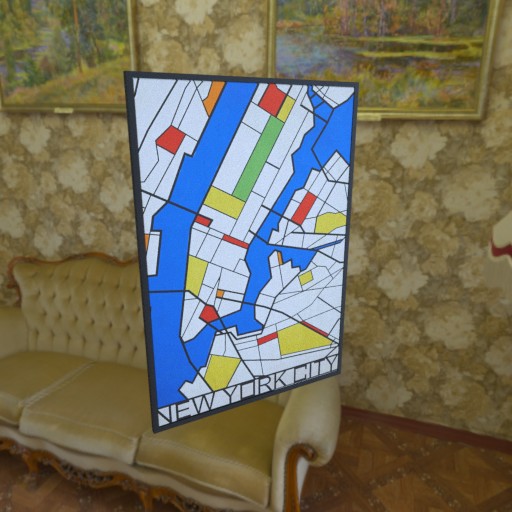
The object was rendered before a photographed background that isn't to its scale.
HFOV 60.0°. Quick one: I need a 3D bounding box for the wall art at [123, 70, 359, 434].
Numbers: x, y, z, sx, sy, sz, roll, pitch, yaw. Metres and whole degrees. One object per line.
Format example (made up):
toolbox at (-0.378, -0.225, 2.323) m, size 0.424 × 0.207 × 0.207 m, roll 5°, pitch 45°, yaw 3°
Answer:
wall art at (0.000, 0.000, 0.881) m, size 0.460 × 0.660 × 0.013 m, roll -9°, pitch 19°, yaw -27°
